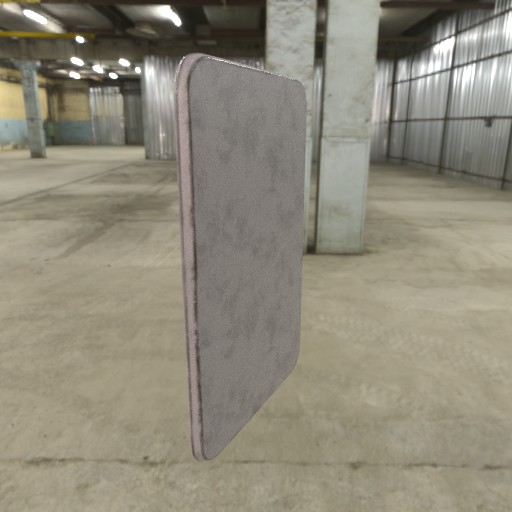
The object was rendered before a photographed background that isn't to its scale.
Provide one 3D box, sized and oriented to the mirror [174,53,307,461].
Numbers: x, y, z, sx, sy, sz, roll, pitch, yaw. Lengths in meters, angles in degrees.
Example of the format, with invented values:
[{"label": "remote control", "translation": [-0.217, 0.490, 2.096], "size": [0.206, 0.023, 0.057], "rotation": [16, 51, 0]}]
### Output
[{"label": "mirror", "translation": [0.000, 0.000, 0.899], "size": [0.024, 0.713, 0.461], "rotation": [8, 17, 27]}]
